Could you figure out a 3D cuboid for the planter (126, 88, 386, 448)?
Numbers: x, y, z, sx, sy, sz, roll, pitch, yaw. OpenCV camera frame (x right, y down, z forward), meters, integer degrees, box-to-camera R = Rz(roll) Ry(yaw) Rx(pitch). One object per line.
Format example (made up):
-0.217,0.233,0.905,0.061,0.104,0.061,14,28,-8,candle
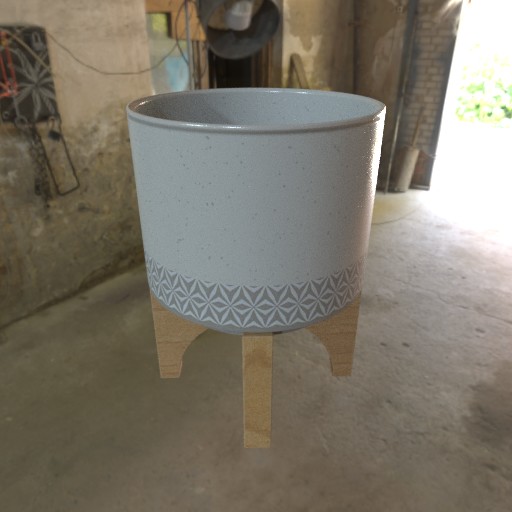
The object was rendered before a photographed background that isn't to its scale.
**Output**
0.000,0.000,0.268,0.130,0.178,0.130,0,27,0,planter
